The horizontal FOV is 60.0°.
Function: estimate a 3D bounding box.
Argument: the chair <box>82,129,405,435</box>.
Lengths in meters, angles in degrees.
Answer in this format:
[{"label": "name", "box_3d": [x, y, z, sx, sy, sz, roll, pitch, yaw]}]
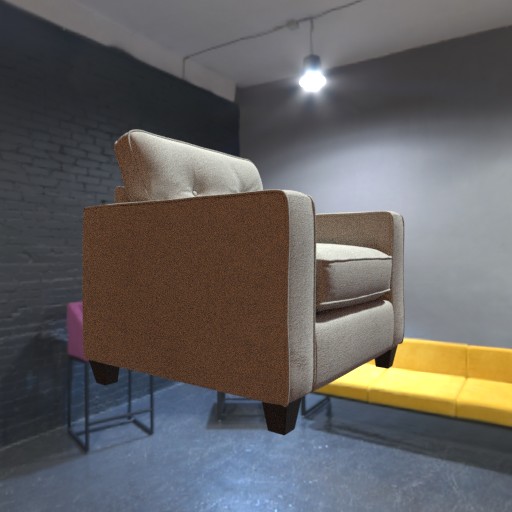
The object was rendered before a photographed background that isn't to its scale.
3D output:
[{"label": "chair", "box_3d": [0.000, 0.000, 1.805, 0.939, 0.965, 1.015, 1, 1, 36]}]
